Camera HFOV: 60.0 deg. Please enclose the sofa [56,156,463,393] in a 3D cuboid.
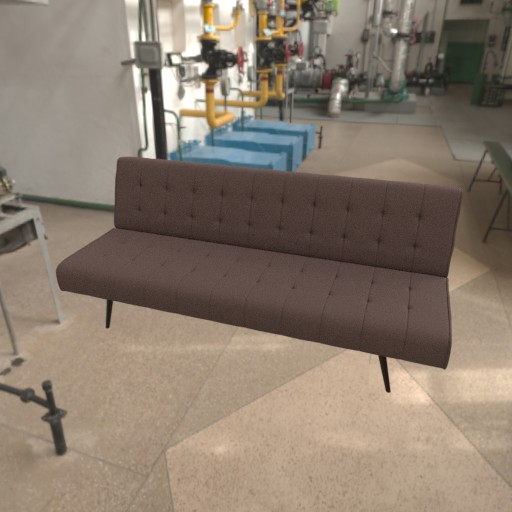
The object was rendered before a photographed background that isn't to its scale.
[{"bbox_3d":[0.000,0.000,2.088,1.703,0.699,0.747,9,28,17],"label":"sofa"}]
